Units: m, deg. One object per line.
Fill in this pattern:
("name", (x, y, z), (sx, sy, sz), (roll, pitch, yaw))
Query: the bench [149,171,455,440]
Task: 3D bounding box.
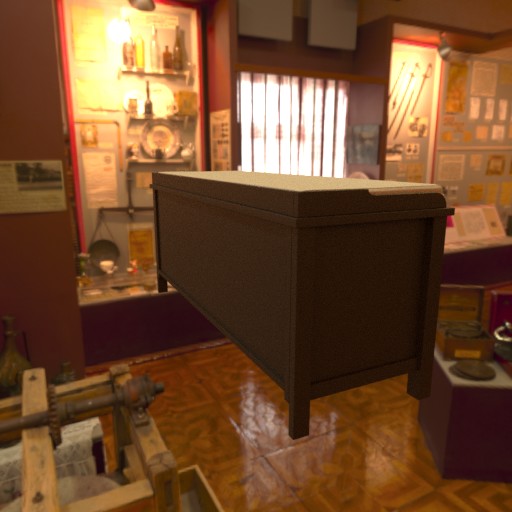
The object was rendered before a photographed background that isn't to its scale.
("bench", (0.000, 0.000, 1.413), (0.398, 0.501, 1.140), (-6, 14, -25))
